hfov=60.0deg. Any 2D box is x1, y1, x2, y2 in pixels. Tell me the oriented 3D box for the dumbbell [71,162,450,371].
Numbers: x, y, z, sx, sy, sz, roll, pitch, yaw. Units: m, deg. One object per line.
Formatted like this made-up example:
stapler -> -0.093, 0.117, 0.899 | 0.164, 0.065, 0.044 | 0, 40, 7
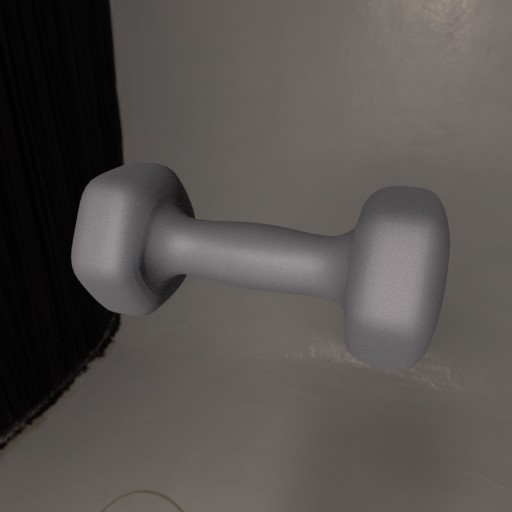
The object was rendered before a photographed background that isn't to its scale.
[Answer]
dumbbell -> 0.000, 0.000, 0.303 | 0.240, 0.105, 0.116 | 9, 27, 18
